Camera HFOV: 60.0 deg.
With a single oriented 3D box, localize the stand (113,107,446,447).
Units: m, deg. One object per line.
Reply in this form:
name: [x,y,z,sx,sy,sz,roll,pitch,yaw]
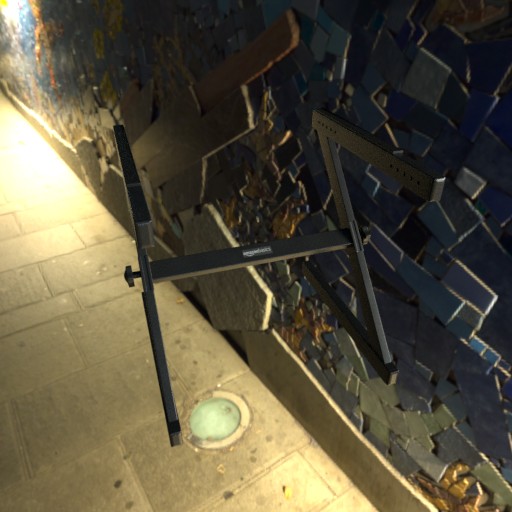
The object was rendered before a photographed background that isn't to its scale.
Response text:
stand: [0.000,0.000,1.213,0.700,0.617,0.586,-10,34,-16]
